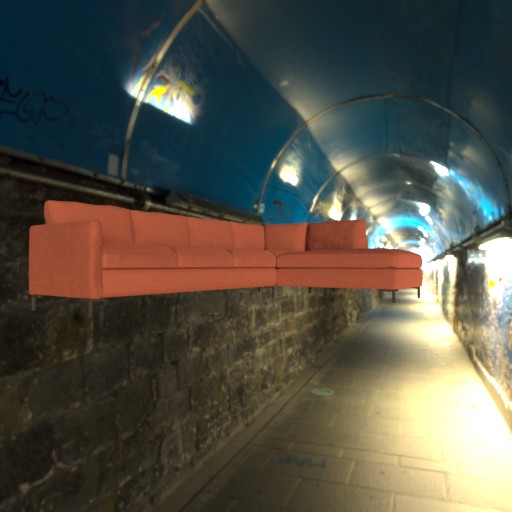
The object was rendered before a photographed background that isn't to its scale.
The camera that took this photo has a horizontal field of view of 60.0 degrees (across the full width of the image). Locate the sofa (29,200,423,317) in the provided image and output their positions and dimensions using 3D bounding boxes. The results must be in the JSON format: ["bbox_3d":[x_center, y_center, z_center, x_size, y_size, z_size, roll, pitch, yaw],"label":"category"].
[{"bbox_3d":[0.000,0.000,3.538,1.879,0.757,2.736,-1,-1,36],"label":"sofa"}]
